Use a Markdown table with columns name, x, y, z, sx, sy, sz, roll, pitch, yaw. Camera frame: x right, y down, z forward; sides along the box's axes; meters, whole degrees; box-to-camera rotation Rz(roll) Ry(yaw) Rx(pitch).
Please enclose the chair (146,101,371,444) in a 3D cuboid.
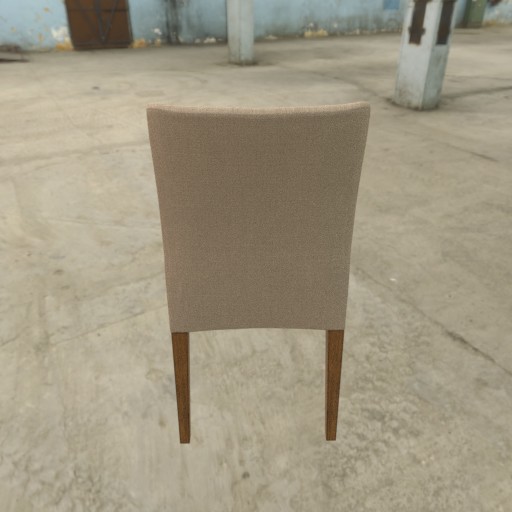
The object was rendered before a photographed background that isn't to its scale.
| name | x | y | z | sx | sy | sz | roll | pitch | yaw |
| --- | --- | --- | --- | --- | --- | --- | --- | --- | --- |
| chair | 0.000 | 0.000 | 1.270 | 0.496 | 0.940 | 0.585 | -1 | 30 | -1 |
